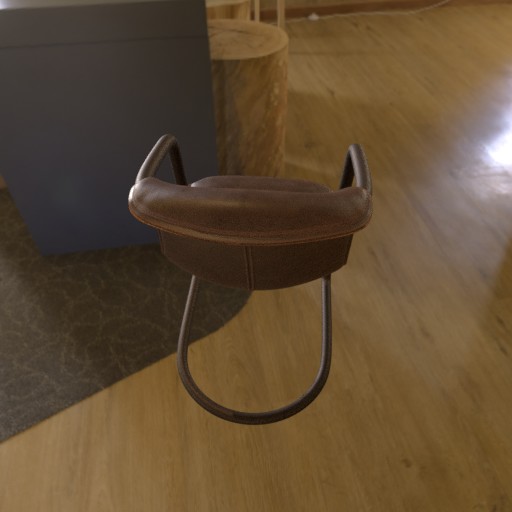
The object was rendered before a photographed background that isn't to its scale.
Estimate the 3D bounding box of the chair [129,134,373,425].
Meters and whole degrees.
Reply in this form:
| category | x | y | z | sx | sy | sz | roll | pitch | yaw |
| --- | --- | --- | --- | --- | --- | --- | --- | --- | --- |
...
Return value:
| category | x | y | z | sx | sy | sz | roll | pitch | yaw |
| --- | --- | --- | --- | --- | --- | --- | --- | --- | --- |
| chair | 0.000 | 0.000 | 1.273 | 0.536 | 0.836 | 0.664 | 4 | 48 | 3 |
